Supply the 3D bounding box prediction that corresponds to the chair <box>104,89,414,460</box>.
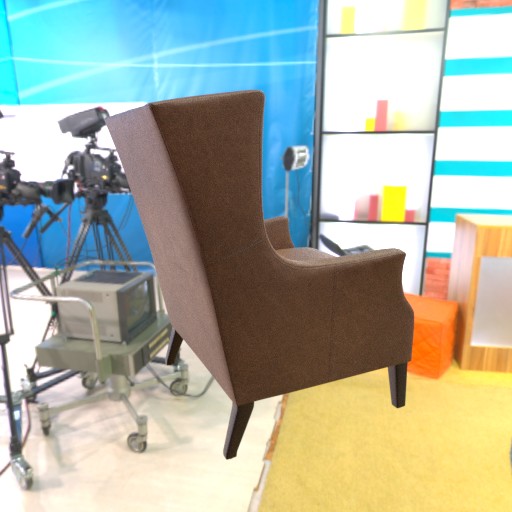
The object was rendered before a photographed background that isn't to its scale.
[{"bbox_3d":[0.000,0.000,1.658,0.913,1.088,0.815,-7,16,-26],"label":"chair"}]
